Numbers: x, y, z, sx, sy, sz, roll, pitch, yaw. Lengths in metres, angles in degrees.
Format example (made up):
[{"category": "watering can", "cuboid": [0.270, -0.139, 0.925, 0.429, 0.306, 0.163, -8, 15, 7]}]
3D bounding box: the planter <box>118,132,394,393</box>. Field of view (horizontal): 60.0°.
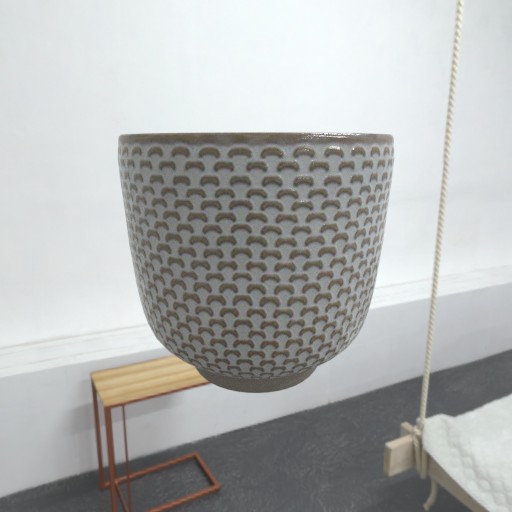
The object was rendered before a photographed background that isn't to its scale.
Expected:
[{"category": "planter", "cuboid": [0.000, 0.000, 0.246, 0.139, 0.130, 0.139, 0, 14, 0]}]
